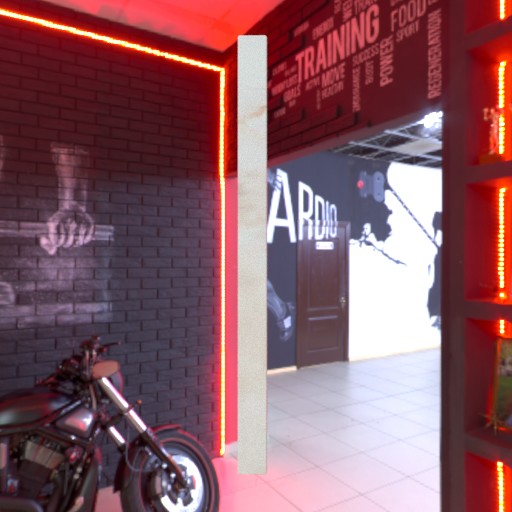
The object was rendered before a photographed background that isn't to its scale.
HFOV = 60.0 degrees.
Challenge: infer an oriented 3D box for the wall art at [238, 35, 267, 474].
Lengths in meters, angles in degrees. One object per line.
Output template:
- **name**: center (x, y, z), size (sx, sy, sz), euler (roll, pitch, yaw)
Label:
- **wall art**: center (0.000, 0.000, 1.599), size (0.071, 1.061, 1.061), euler (0, -1, 1)
